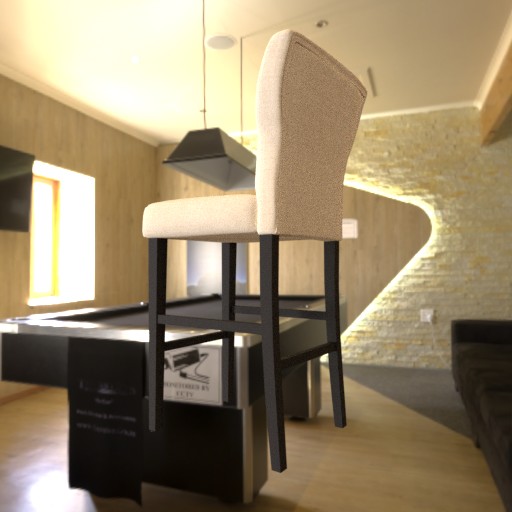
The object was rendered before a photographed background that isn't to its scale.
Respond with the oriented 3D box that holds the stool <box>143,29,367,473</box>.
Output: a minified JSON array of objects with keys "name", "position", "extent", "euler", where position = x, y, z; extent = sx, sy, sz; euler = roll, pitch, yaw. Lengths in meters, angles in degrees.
[{"name":"stool","position":[0.000,0.000,1.436],"extent":[0.603,1.124,0.516],"euler":[-1,-1,35]}]
